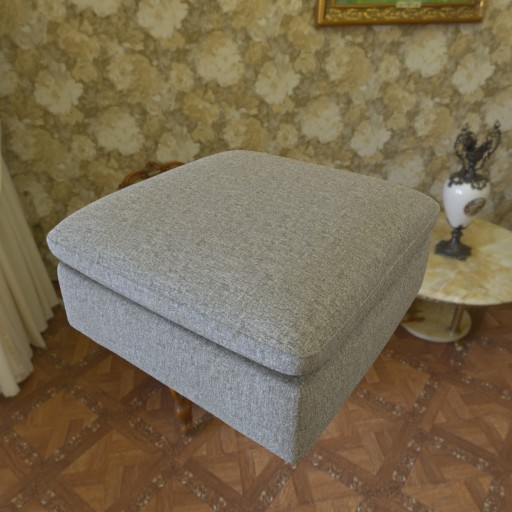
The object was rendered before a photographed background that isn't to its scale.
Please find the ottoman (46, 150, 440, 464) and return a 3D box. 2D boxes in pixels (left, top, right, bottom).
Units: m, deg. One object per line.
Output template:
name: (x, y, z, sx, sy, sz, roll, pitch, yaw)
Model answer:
ottoman: (0.000, 0.000, 1.622, 1.035, 0.526, 1.039, 20, 37, 30)
